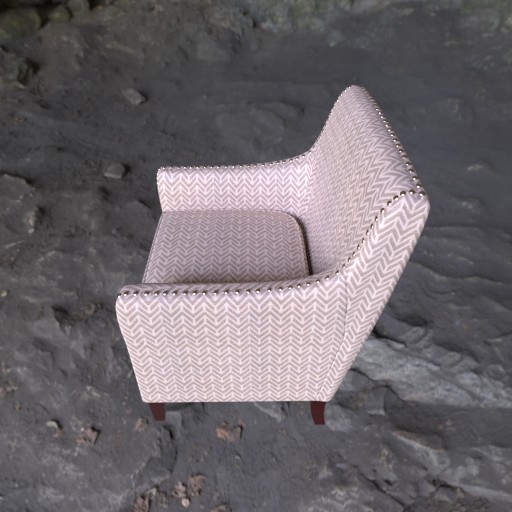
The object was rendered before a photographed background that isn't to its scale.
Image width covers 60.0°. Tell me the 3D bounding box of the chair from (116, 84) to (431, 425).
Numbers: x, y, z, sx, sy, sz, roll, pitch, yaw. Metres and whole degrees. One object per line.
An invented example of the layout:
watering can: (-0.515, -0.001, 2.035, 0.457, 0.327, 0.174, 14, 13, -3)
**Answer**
chair: (0.000, 0.000, 1.293, 0.651, 0.816, 0.623, 0, 40, -1)
